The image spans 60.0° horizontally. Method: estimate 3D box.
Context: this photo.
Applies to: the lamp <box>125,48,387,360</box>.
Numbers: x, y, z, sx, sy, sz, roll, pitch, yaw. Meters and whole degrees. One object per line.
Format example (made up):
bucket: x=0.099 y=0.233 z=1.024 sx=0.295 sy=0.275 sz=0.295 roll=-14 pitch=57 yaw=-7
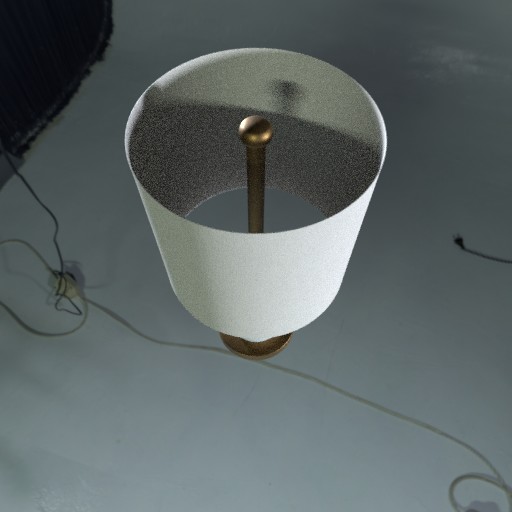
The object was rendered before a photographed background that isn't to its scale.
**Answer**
lamp: x=0.000 y=0.000 z=0.529 sx=0.210 sy=0.410 sz=0.210 roll=13 pitch=59 yaw=8
